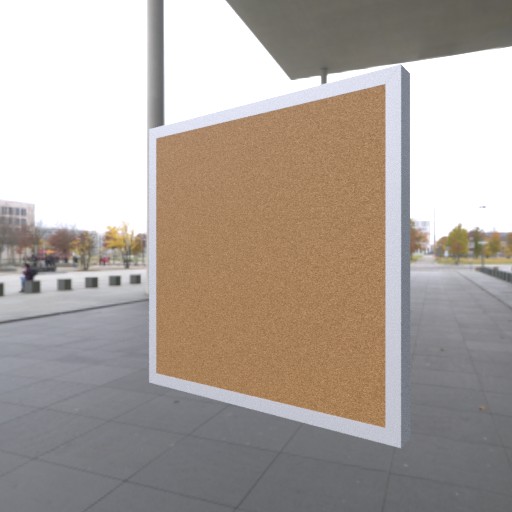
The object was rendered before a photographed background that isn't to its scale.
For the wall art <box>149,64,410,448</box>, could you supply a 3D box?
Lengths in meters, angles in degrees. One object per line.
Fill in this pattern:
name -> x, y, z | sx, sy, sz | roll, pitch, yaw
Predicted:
wall art -> 0.000, 0.000, 0.753 | 0.507, 0.508, 0.038 | 0, 0, 37
